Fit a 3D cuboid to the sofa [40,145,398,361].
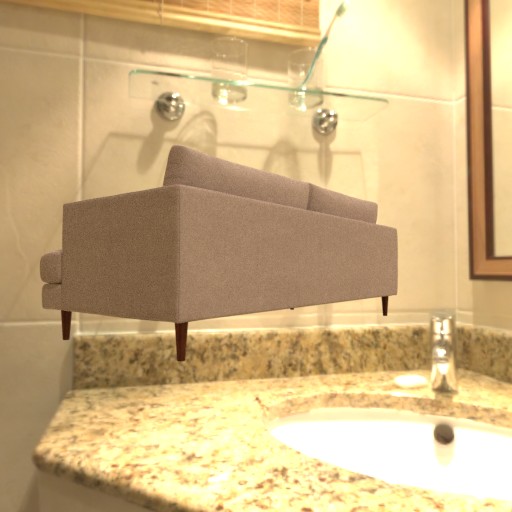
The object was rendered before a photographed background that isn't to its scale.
[{"bbox_3d":[0.000,0.000,2.795,1.020,0.868,2.250,-1,-2,38],"label":"sofa"}]
